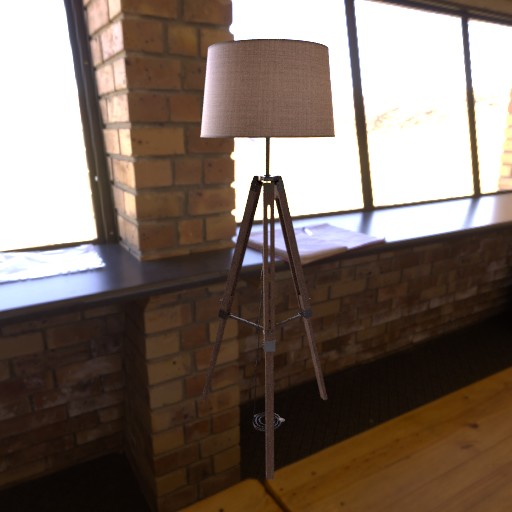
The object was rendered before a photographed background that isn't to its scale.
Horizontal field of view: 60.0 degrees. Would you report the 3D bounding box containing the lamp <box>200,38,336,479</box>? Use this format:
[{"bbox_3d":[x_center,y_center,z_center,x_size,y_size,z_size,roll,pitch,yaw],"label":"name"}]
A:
[{"bbox_3d":[0.000,0.000,1.778,0.587,1.510,0.604,8,18,26],"label":"lamp"}]
